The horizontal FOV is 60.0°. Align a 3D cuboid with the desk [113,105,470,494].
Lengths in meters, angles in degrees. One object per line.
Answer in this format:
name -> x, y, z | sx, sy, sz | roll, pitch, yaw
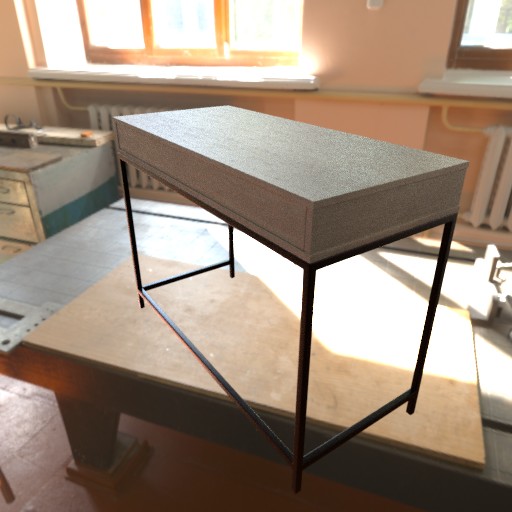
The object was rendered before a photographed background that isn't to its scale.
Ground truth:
desk -> 0.000, 0.000, 1.410 | 0.470, 0.762, 1.016 | -17, 32, -31
